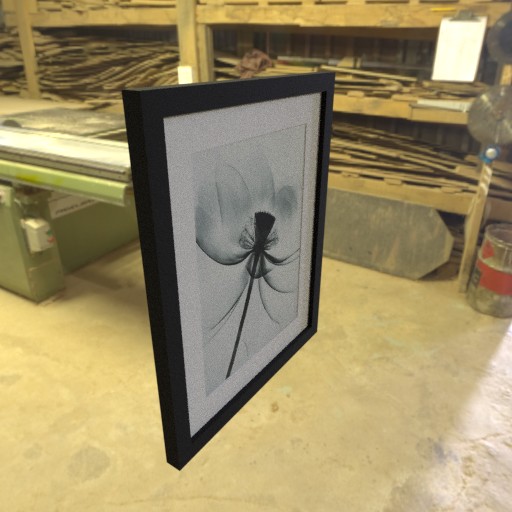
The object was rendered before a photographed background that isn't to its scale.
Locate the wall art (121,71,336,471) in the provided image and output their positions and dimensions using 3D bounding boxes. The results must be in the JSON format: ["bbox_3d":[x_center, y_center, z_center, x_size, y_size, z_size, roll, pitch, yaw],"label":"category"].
[{"bbox_3d":[0.000,0.000,0.750,0.029,0.559,0.457,17,30,31],"label":"wall art"}]
